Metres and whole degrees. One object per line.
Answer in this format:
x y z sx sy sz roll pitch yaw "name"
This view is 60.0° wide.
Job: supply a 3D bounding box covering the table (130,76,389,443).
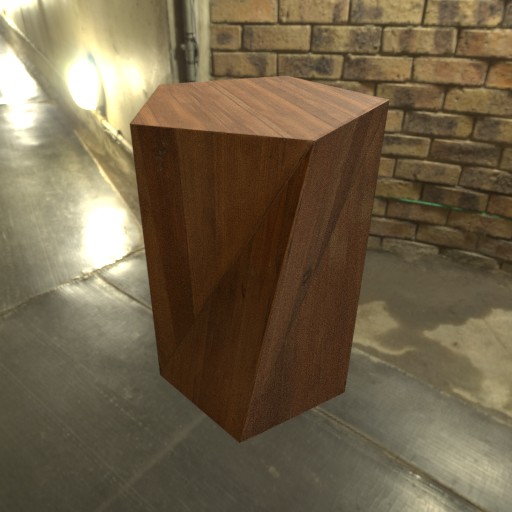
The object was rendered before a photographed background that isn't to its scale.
0.000 0.000 0.888 0.441 0.604 0.425 0 32 0 "table"
